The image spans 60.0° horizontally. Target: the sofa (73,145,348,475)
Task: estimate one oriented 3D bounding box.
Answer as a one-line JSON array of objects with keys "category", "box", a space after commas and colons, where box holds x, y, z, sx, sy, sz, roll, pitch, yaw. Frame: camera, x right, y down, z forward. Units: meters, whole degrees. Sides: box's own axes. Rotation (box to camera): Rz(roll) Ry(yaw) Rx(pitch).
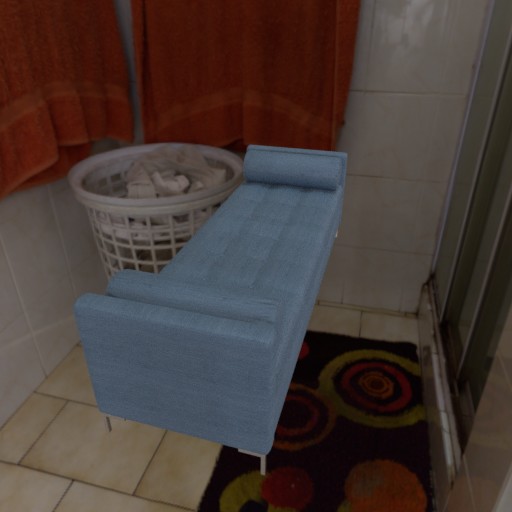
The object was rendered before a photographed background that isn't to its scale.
[{"category": "sofa", "box": [0.000, 0.000, 2.337, 0.686, 0.635, 1.981, 8, 31, 14]}]
